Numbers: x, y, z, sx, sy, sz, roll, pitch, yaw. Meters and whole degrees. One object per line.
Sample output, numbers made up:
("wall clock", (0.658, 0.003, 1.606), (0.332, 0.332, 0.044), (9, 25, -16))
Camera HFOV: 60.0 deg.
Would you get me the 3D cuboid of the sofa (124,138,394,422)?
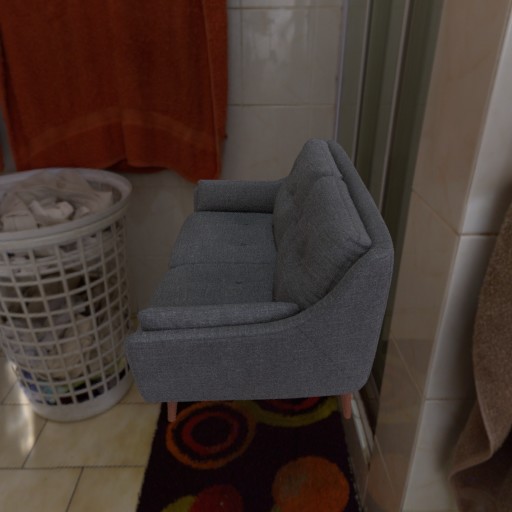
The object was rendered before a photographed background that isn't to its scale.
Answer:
("sofa", (0.000, 0.000, 2.262), (0.976, 0.887, 1.646), (1, 28, 2))
